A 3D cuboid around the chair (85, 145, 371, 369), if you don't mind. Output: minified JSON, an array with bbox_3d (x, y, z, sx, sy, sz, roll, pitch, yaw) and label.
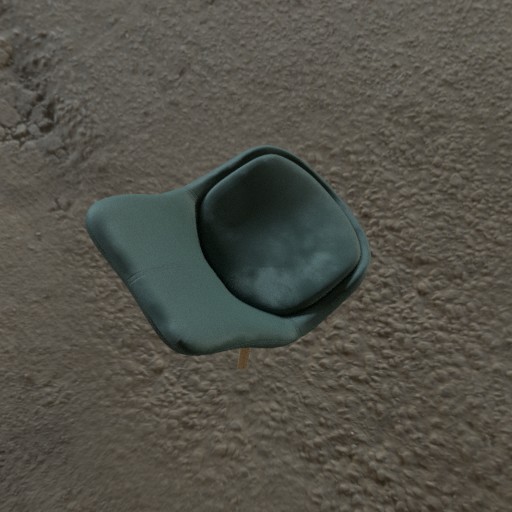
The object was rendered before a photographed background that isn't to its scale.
[{"bbox_3d":[0.000,0.000,1.176,0.547,0.865,0.483,-36,78,-9],"label":"chair"}]
